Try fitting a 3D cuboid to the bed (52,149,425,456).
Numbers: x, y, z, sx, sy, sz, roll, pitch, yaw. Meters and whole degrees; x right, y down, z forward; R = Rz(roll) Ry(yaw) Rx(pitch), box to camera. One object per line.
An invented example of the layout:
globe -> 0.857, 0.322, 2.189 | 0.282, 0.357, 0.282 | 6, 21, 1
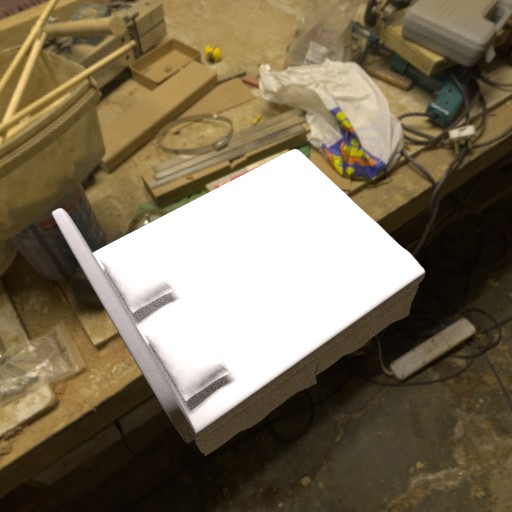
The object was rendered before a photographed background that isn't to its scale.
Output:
bed -> 0.000, 0.000, 3.043 | 2.005, 1.410, 1.607 | -31, 62, -18
